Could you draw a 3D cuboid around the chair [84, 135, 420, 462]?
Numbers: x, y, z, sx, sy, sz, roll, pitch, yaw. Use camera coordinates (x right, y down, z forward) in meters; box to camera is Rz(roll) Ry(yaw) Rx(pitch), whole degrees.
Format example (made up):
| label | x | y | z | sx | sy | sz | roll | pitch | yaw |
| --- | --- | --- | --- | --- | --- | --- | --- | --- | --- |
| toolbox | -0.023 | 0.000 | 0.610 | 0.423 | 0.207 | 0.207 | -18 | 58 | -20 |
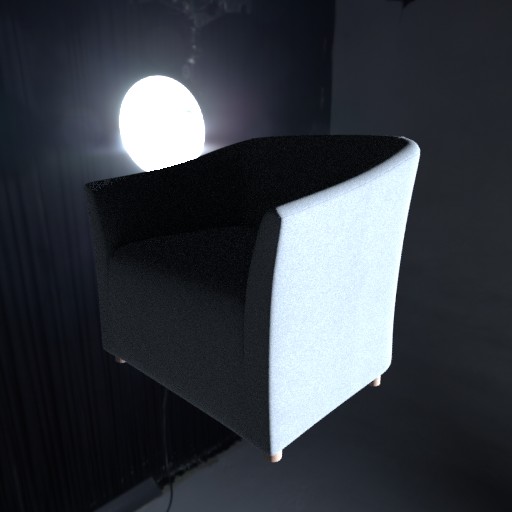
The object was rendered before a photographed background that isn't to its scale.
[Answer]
| label | x | y | z | sx | sy | sz | roll | pitch | yaw |
| --- | --- | --- | --- | --- | --- | --- | --- | --- | --- |
| chair | 0.000 | 0.000 | 1.353 | 0.790 | 0.720 | 0.700 | 14 | 20 | 42 |
